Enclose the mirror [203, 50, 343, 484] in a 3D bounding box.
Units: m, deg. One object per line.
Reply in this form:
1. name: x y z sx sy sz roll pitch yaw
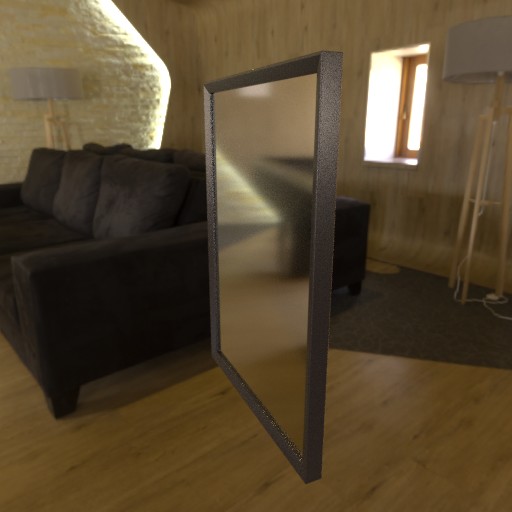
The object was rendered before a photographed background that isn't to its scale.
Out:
1. mirror: 0.000 0.000 0.919 0.039 0.710 0.507 -7 18 -24
